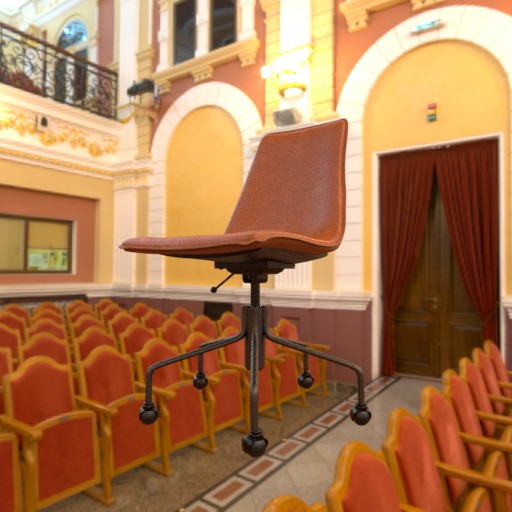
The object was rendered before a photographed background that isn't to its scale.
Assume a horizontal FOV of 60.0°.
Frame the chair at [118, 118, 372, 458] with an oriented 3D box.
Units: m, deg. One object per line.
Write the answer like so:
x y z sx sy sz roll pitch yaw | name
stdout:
0.000 0.000 1.323 0.651 0.920 0.660 -1 -2 36 | chair
